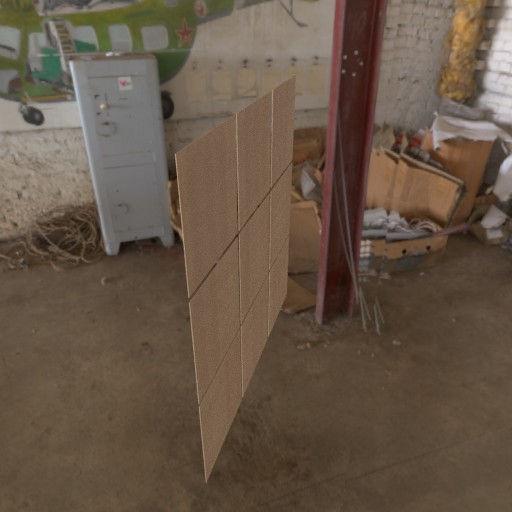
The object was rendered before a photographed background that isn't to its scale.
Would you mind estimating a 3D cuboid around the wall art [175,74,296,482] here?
[{"bbox_3d":[0.000,0.000,2.234,0.002,1.505,1.517,9,32,15],"label":"wall art"}]
